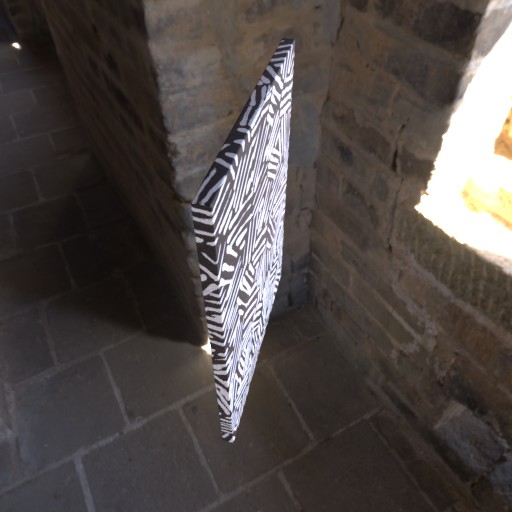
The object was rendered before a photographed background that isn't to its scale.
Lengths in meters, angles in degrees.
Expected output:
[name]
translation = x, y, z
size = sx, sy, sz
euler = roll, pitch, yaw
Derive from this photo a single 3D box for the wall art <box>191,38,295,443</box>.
[wall art]
translation = 0.000, 0.000, 1.369
size = 0.038, 1.017, 0.765
euler = 10, 47, 10
